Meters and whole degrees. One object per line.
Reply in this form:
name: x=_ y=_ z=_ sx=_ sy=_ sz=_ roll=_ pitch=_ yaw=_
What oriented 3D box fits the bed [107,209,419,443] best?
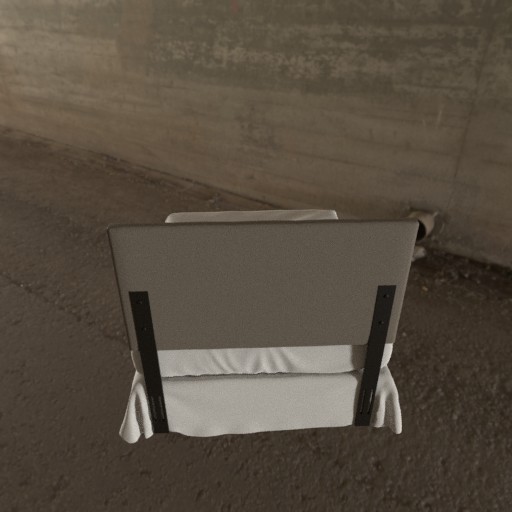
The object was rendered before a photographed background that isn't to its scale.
bed: x=0.000 y=0.000 z=3.550 sx=1.936 sy=1.577 sz=2.222 roll=-1 pitch=31 yaw=-2
